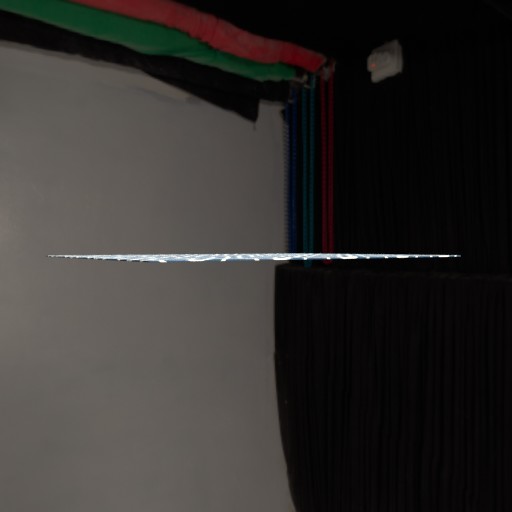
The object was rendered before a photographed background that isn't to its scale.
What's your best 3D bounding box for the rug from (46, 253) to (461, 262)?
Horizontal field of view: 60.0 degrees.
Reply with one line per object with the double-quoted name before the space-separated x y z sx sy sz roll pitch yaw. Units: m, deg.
"rug" 0.000 0.000 4.416 3.353 0.010 2.438 -1 1 -37
